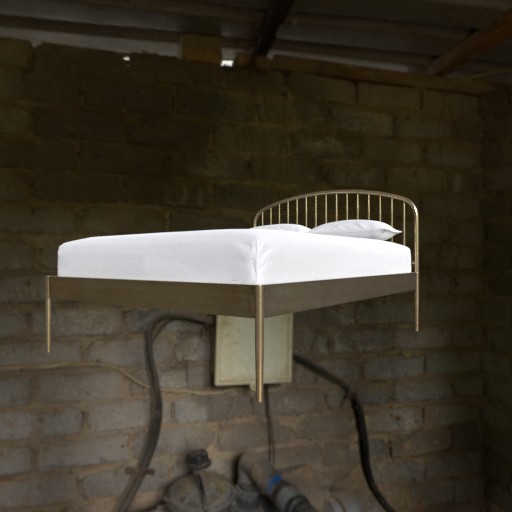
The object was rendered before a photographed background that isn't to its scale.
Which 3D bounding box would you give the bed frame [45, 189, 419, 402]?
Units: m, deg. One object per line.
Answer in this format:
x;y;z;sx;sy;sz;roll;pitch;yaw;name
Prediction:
0.000;0.000;3.088;1.612;1.175;2.152;0;0;36;bed frame
